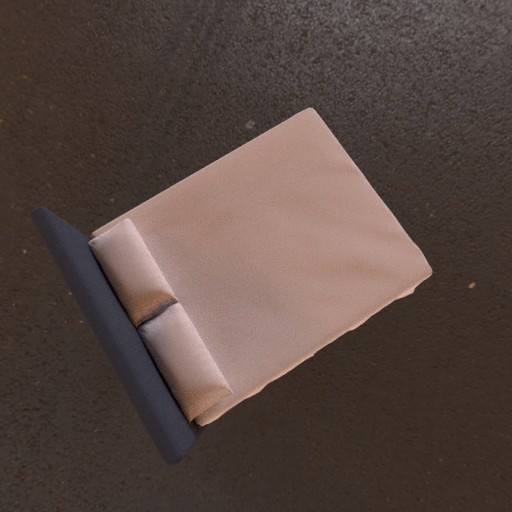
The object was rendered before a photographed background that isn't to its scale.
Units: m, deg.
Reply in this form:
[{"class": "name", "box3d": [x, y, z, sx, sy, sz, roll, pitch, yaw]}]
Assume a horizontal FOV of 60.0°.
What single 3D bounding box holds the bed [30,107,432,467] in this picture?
[{"class": "bed", "box3d": [0.000, 0.000, 3.178, 2.162, 1.330, 1.713, -32, 79, -7]}]
